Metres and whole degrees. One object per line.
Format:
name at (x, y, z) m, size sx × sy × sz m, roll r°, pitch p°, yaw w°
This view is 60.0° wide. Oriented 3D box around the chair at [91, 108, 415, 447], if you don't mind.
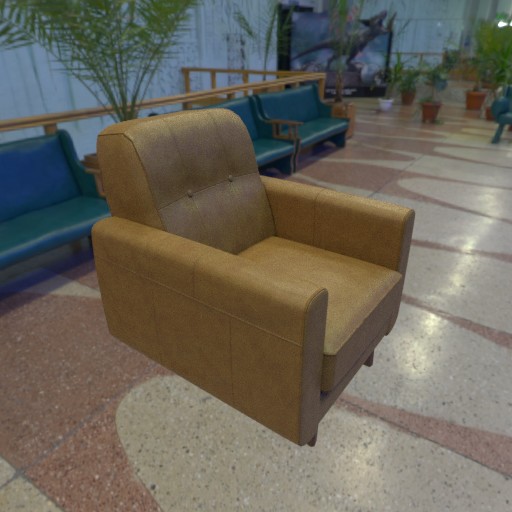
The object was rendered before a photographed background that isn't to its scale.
chair at (0.000, 0.000, 1.655) m, size 0.942 × 0.968 × 0.845 m, roll 18°, pitch 31°, yaw 31°
